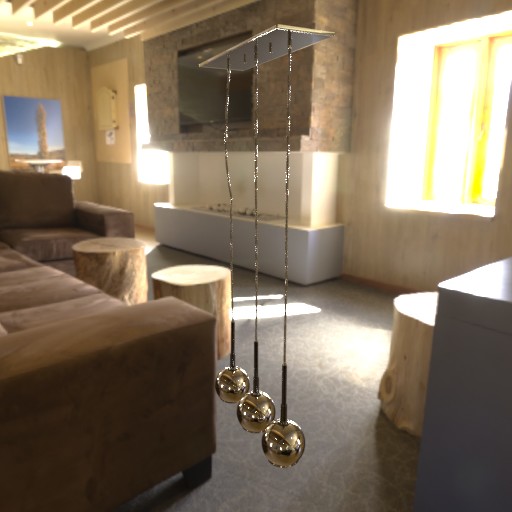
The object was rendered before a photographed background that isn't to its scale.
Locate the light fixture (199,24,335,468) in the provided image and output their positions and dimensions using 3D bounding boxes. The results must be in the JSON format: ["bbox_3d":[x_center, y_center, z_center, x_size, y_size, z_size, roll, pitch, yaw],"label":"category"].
[{"bbox_3d":[0.000,0.000,1.643,0.188,1.408,0.623,-7,15,-26],"label":"light fixture"}]
